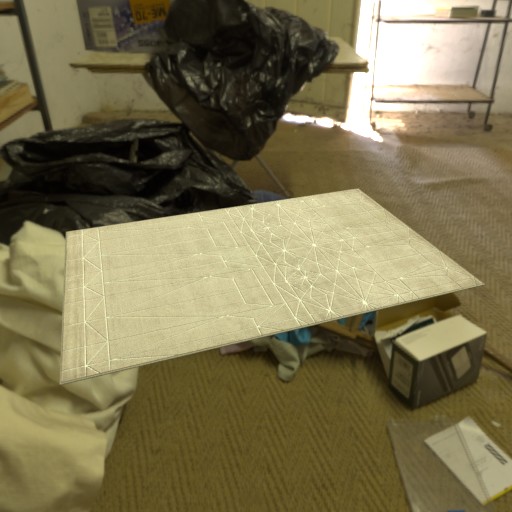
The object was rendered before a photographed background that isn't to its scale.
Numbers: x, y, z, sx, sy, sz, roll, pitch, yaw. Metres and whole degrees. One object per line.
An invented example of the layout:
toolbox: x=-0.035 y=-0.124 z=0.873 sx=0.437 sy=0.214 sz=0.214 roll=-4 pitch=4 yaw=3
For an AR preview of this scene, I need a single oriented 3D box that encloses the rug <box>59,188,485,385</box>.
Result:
rug: x=0.000 y=0.000 z=2.988 sx=2.438 sy=0.012 sz=1.524 roll=-10 pitch=34 yaw=-16
